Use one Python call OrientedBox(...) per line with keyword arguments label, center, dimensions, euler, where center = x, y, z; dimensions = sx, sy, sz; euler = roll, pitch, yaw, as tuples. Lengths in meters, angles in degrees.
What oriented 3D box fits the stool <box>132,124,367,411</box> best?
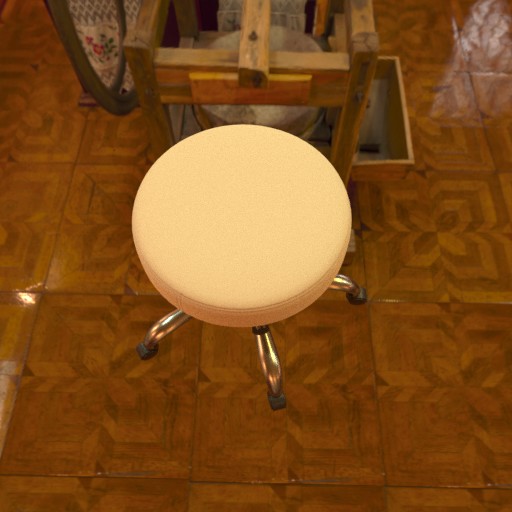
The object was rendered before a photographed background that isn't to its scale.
OrientedBox(label="stool", center=(0.000, 0.000, 1.044), dimensions=(0.614, 0.482, 0.634), euler=(3, 64, 2))
